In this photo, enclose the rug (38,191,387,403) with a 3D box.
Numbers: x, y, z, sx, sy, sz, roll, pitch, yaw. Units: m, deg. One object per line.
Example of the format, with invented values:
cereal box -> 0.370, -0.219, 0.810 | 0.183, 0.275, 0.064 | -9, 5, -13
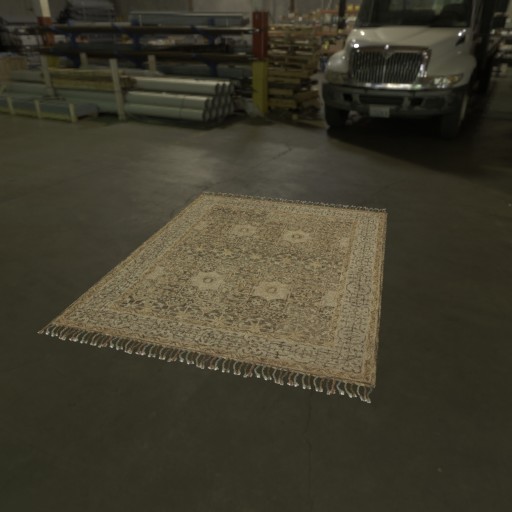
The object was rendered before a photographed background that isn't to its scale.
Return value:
rug -> 0.000, 0.000, 4.372 | 2.431, 0.017, 3.291 | 8, 29, 14
